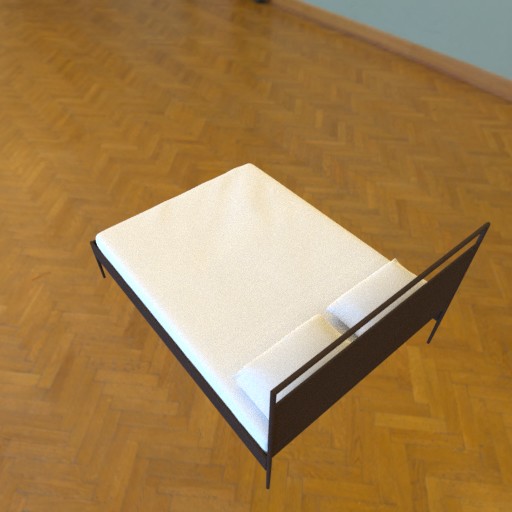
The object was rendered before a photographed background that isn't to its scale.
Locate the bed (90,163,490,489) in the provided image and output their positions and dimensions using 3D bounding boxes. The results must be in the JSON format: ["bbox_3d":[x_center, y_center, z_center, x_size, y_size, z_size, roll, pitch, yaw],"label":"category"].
[{"bbox_3d":[0.000,0.000,3.053,1.572,1.173,2.122,-31,53,-26],"label":"bed"}]
